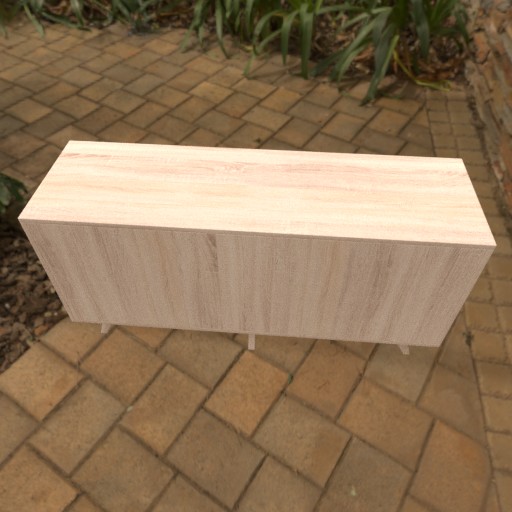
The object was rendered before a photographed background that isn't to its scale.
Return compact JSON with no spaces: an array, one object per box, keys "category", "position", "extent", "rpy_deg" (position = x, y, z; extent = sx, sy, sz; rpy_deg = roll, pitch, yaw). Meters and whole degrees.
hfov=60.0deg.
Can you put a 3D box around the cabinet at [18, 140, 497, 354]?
[{"category":"cabinet","position":[0.000,0.000,1.976],"extent":[1.650,0.780,0.500],"rpy_deg":[3,47,3]}]
